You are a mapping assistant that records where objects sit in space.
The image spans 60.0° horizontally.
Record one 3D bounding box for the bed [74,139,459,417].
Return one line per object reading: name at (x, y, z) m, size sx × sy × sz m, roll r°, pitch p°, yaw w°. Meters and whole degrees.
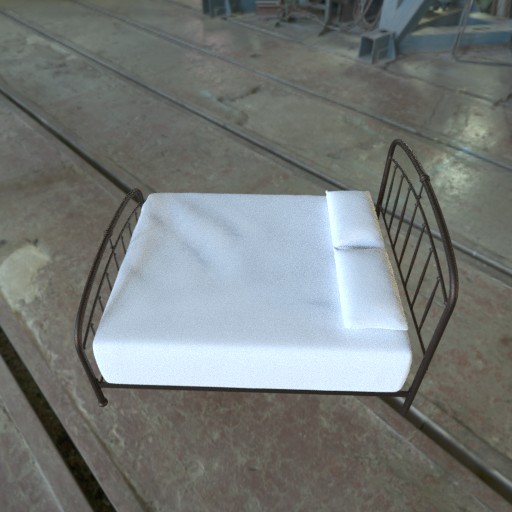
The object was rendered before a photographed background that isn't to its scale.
bed at (0.000, 0.000, 3.265) m, size 2.180 × 1.425 × 1.711 m, roll 1°, pitch 42°, yaw 1°
